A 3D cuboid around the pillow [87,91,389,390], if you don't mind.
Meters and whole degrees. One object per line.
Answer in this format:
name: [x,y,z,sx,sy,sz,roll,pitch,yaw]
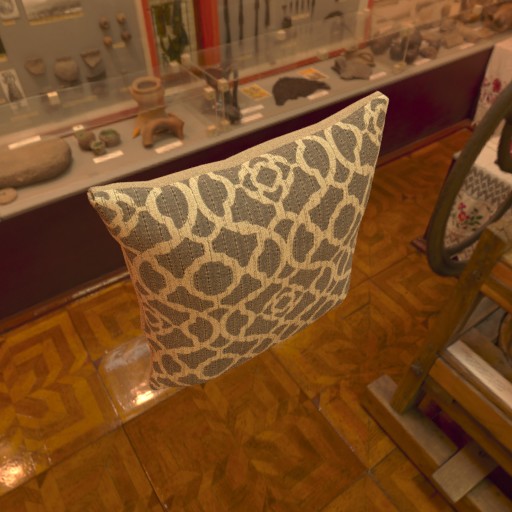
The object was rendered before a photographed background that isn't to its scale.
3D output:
pillow: [0.000,0.000,0.820,0.508,0.498,0.215,-25,51,-22]
